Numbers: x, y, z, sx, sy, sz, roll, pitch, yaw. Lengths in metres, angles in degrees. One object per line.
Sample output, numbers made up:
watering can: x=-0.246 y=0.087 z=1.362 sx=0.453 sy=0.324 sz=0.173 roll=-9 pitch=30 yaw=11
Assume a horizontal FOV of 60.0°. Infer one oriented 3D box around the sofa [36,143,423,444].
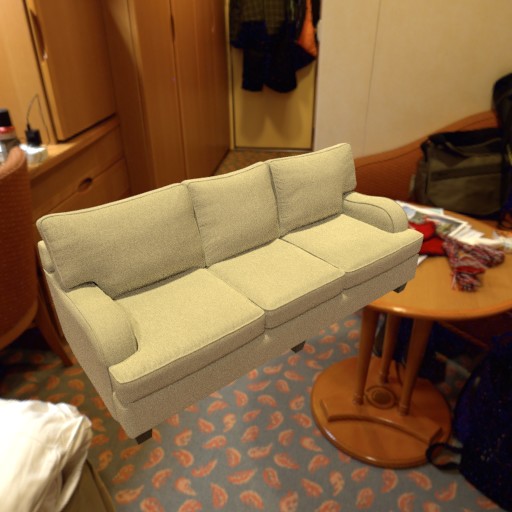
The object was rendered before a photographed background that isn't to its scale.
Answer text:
sofa: x=0.000 y=0.000 z=2.847 sx=2.323 sy=0.991 sz=1.016 roll=-22 pitch=36 yaw=-33
